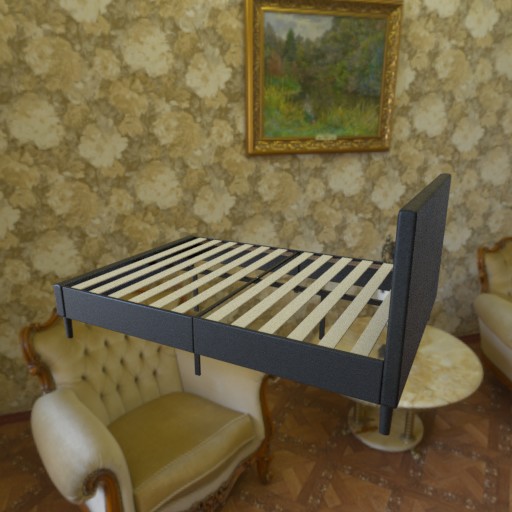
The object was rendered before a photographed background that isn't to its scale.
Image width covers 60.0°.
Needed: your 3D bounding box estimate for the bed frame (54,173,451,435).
[{"bbox_3d":[0.000,0.000,2.930,2.152,1.046,1.469,8,19,26],"label":"bed frame"}]
